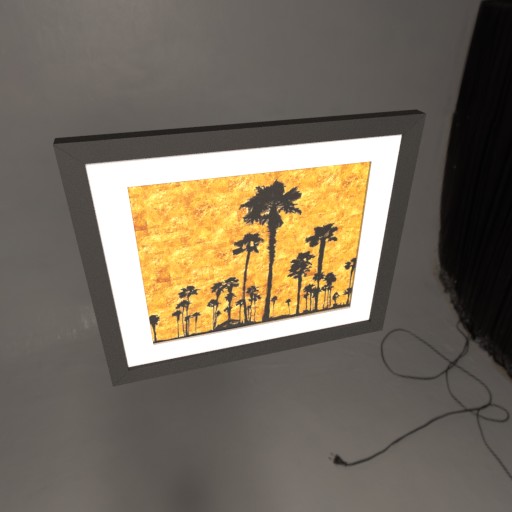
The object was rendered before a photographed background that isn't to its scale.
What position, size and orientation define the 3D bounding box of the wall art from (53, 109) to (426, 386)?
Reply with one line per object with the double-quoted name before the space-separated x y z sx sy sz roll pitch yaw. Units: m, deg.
"wall art" 0.000 0.000 0.778 0.561 0.460 0.028 -9 33 -14
